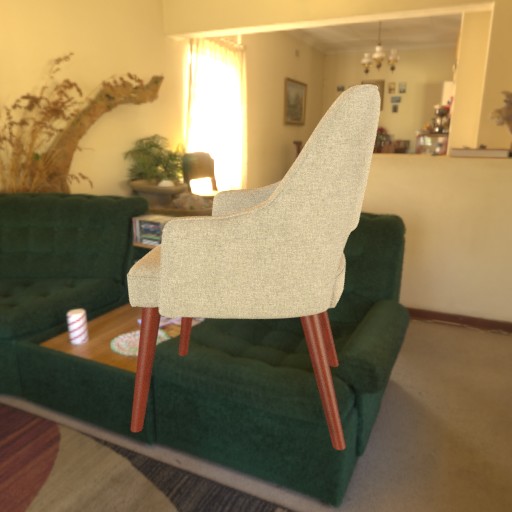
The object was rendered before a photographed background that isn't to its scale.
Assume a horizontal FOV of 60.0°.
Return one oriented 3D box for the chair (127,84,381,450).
[{"bbox_3d":[0.000,0.000,1.211,0.605,0.849,0.548,2,16,8],"label":"chair"}]
